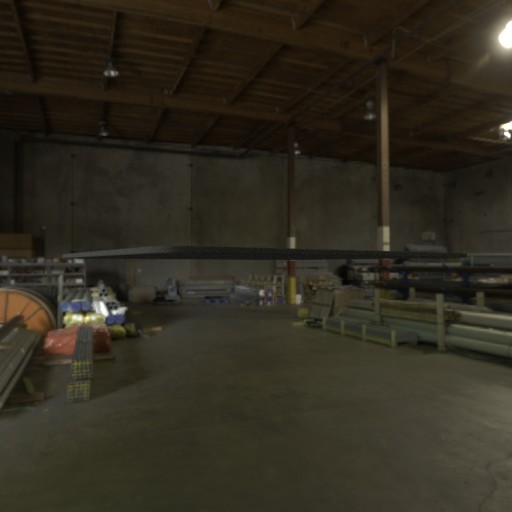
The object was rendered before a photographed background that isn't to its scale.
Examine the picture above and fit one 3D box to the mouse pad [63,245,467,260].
[{"bbox_3d":[0.000,0.000,0.321,0.229,0.003,0.203,1,-1,-35],"label":"mouse pad"}]
